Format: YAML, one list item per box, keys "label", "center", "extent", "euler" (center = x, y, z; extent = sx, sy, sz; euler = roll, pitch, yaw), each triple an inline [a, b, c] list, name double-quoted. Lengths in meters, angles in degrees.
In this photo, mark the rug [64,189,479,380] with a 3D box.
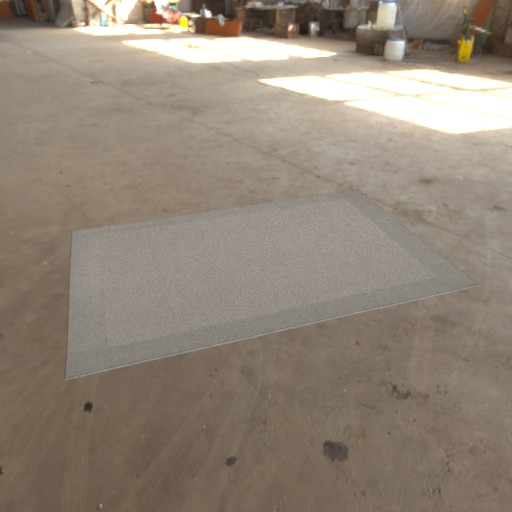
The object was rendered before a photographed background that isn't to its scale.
- label: "rug"
  center: [0.000, 0.000, 3.057]
  extent: [2.438, 0.014, 1.524]
  euler: [-10, 34, -15]
